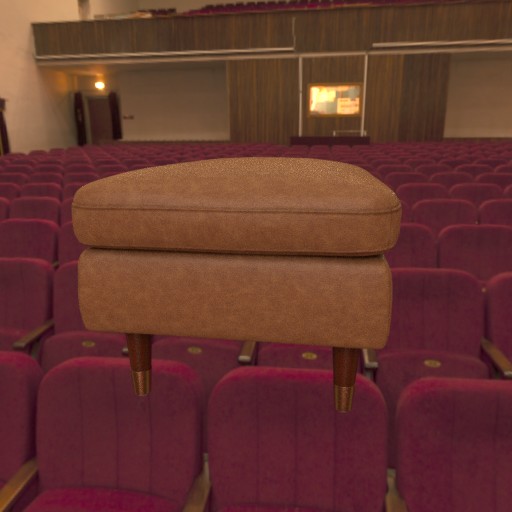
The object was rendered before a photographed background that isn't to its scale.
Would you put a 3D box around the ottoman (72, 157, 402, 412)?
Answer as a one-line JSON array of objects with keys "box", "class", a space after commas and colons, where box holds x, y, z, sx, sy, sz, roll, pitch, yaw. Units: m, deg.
[{"box": [0.000, 0.000, 1.104, 0.593, 0.478, 0.747, 2, 14, 8], "class": "ottoman"}]
